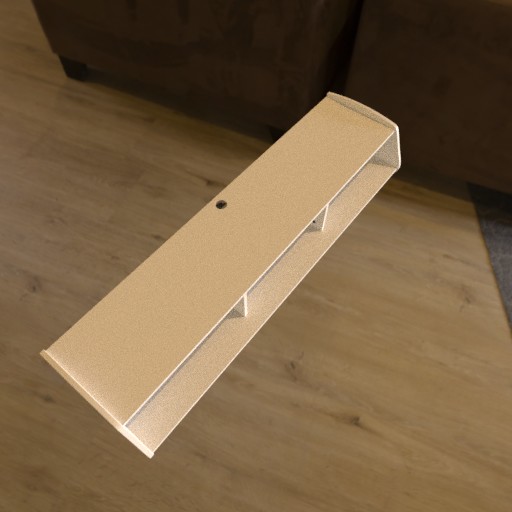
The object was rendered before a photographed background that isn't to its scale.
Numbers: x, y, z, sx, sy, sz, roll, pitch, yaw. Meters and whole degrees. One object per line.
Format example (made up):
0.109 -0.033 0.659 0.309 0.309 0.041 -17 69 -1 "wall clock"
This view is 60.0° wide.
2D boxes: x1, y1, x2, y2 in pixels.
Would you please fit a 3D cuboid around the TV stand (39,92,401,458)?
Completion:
0.000 0.000 1.662 0.397 0.424 1.473 34 64 20 "TV stand"
